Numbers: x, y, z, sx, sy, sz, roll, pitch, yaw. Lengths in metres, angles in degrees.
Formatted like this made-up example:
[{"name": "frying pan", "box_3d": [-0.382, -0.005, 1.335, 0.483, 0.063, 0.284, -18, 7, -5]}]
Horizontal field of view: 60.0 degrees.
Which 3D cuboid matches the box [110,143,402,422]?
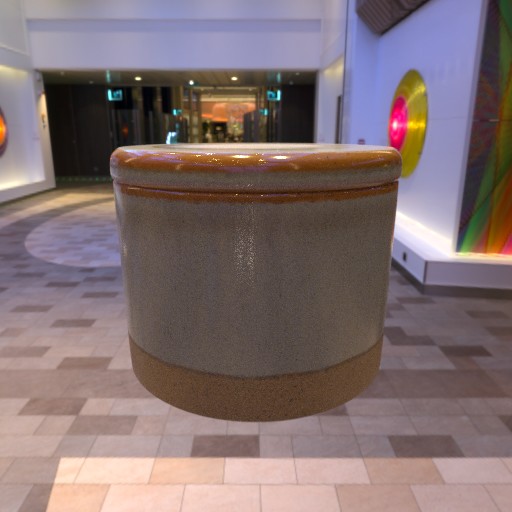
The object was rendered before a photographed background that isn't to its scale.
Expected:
[{"name": "box", "box_3d": [0.000, 0.000, 0.207, 0.123, 0.100, 0.123, 0, 16, 0]}]
